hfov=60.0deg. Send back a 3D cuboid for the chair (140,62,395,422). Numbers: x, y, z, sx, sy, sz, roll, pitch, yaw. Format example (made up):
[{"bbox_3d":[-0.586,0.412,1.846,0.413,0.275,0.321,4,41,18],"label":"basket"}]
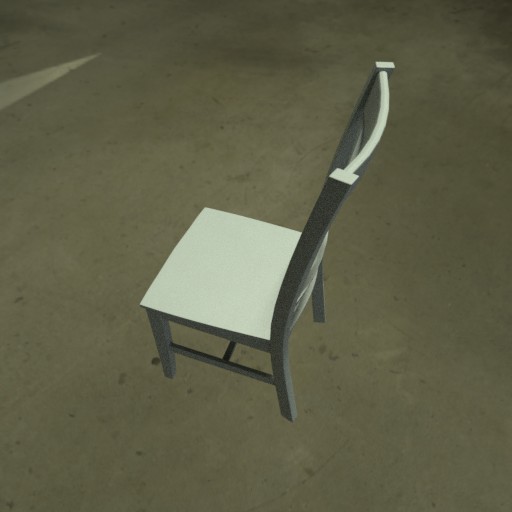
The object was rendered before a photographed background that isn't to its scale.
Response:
[{"bbox_3d":[0.000,0.000,1.271,0.542,0.983,0.485,15,48,13],"label":"chair"}]
